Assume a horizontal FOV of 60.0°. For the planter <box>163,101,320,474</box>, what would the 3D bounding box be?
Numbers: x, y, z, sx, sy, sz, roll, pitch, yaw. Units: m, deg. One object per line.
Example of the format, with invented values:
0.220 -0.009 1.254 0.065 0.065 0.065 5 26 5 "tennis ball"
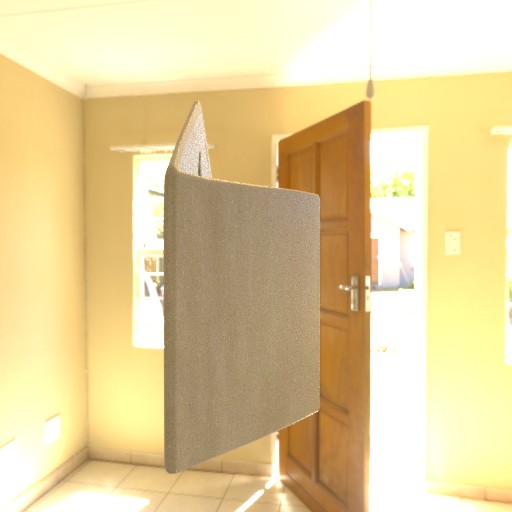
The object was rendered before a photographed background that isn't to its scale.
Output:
0.000 0.000 0.278 0.080 0.194 0.163 0 1 2 "planter"
